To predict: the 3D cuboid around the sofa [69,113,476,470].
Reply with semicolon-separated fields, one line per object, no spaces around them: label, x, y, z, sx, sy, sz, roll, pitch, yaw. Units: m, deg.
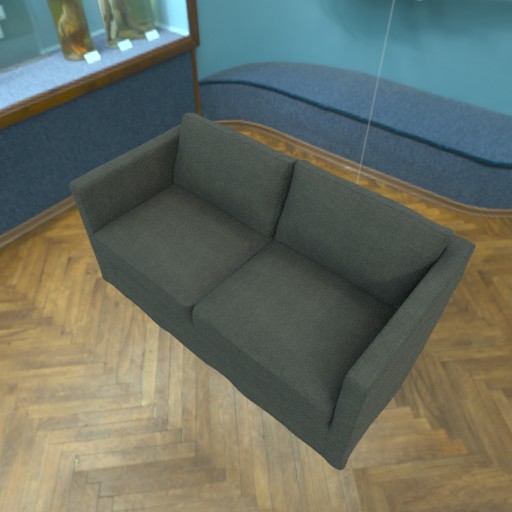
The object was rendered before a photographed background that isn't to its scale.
sofa;0.000;0.000;2.320;1.802;0.854;0.974;32;54;27
